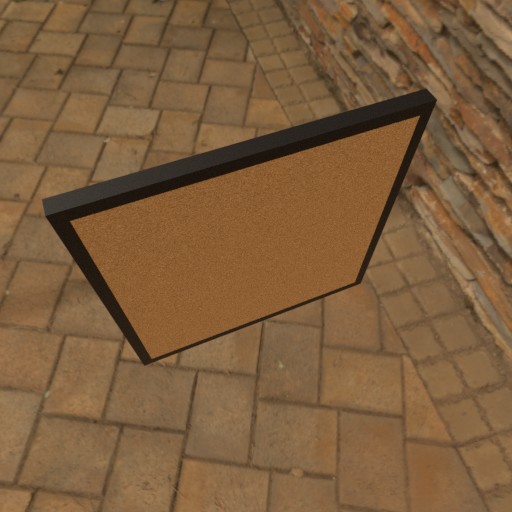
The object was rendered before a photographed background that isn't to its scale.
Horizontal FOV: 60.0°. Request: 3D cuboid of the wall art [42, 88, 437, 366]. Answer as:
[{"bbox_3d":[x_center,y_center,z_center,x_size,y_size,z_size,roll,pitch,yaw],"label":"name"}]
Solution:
[{"bbox_3d":[0.000,0.000,1.134,0.762,0.762,0.038,-19,60,-12],"label":"wall art"}]
